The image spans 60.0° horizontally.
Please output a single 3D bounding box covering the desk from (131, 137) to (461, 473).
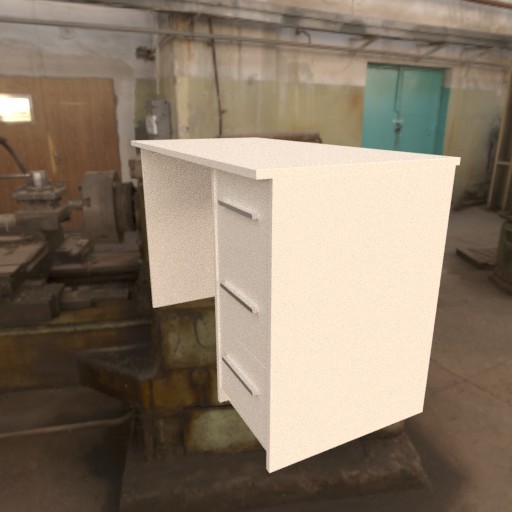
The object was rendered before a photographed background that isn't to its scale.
[{"bbox_3d":[0.000,0.000,1.535,0.560,0.735,1.097,-9,20,-26],"label":"desk"}]
